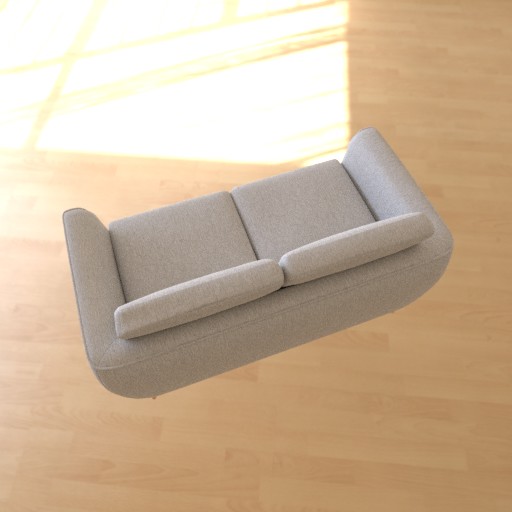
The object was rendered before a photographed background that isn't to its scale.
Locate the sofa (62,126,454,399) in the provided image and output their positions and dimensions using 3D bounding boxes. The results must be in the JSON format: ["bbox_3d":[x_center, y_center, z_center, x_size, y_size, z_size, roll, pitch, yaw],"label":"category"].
[{"bbox_3d":[0.000,0.000,2.222,1.700,0.850,0.920,-18,61,-10],"label":"sofa"}]
